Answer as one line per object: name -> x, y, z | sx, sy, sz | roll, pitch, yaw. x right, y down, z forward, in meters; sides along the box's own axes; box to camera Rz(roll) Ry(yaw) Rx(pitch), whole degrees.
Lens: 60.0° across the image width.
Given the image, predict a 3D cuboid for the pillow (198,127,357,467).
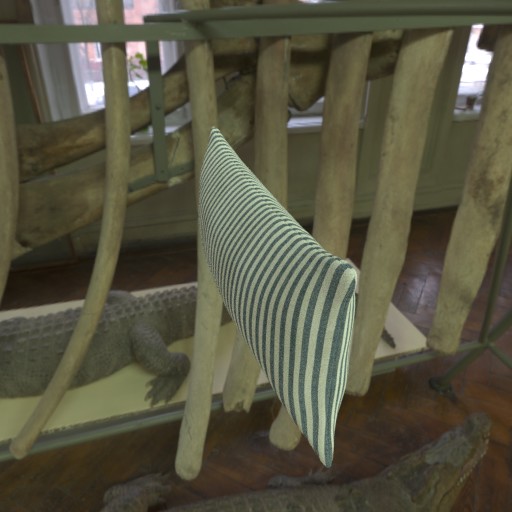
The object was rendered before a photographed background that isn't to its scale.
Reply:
pillow -> 0.000, 0.000, 0.741 | 0.151, 0.295, 0.617 | -9, 31, -15
